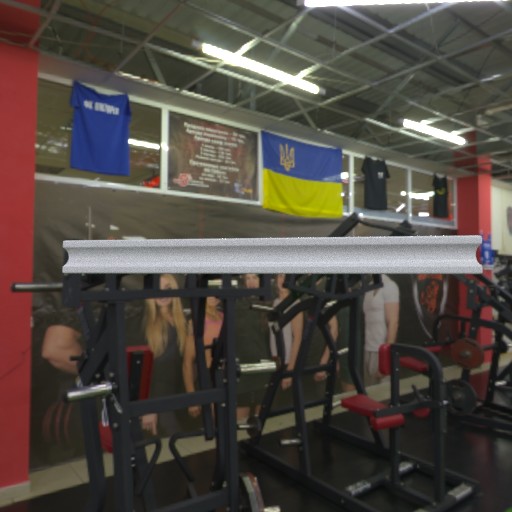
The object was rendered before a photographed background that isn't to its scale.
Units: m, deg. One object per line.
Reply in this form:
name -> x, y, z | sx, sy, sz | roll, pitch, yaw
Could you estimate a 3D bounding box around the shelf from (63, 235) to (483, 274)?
shelf -> 0.000, 0.000, 0.437 | 0.296, 0.035, 0.296 | 1, -2, -35
